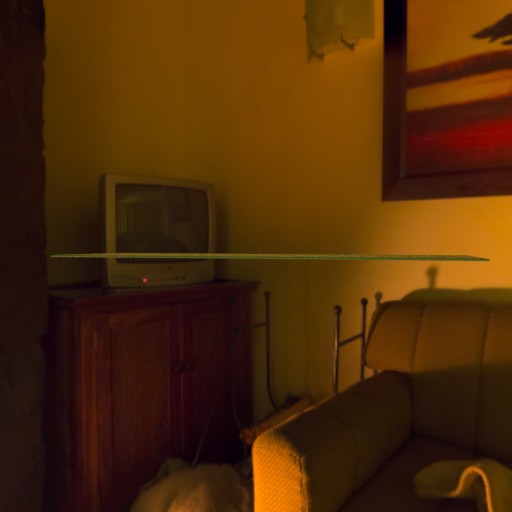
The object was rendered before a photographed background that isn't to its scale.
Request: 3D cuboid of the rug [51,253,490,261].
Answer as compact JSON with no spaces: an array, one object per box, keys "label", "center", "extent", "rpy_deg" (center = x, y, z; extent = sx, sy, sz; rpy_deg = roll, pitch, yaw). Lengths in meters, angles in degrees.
[{"label":"rug","center":[0.000,0.000,2.431],"extent":[2.196,0.011,0.662],"rpy_deg":[0,1,19]}]
